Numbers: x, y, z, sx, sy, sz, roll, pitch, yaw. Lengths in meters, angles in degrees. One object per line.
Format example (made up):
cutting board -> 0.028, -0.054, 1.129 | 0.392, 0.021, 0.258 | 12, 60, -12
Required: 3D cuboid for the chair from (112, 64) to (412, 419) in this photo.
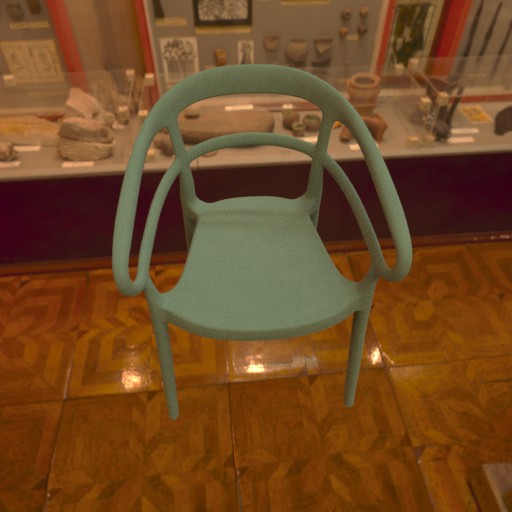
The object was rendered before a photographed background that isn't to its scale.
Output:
chair -> 0.000, 0.000, 1.138 | 0.559, 0.761, 0.527 | -3, 47, -3
